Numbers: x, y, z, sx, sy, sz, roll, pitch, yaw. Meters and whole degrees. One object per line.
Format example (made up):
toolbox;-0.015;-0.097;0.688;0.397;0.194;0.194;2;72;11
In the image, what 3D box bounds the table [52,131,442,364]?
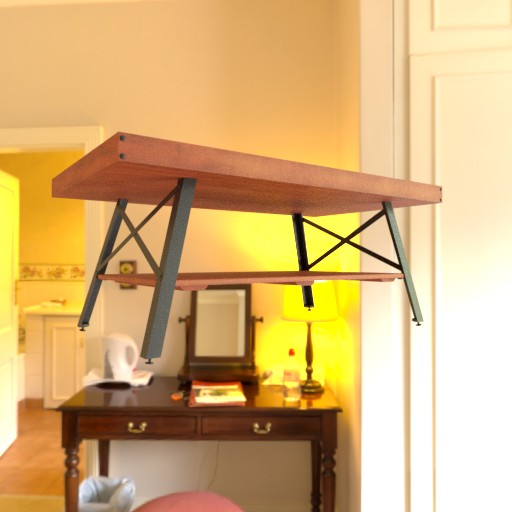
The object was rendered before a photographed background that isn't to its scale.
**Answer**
table;0.000;0.000;1.386;1.067;0.457;0.610;0;-1;-36
